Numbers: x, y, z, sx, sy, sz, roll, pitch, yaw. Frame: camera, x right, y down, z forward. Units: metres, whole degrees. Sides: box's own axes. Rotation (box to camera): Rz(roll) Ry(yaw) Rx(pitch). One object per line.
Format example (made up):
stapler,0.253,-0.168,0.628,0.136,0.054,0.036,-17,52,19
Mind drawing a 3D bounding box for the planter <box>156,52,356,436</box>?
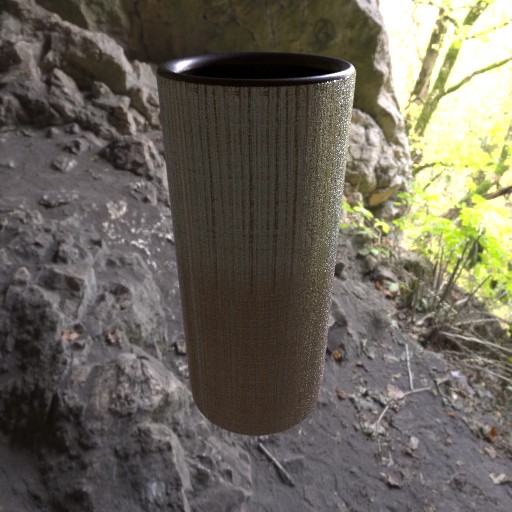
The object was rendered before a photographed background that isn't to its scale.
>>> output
planter,0.000,0.000,0.282,0.100,0.227,0.100,0,31,0
